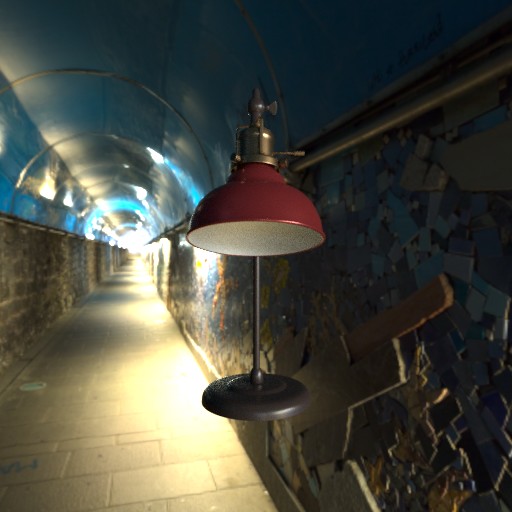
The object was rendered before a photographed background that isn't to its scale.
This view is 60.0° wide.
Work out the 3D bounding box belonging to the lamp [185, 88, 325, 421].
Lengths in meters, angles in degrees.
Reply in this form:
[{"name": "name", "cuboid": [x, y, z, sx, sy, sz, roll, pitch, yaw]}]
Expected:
[{"name": "lamp", "cuboid": [0.000, 0.000, 0.682, 0.192, 0.508, 0.374, 0, 1, 0]}]
